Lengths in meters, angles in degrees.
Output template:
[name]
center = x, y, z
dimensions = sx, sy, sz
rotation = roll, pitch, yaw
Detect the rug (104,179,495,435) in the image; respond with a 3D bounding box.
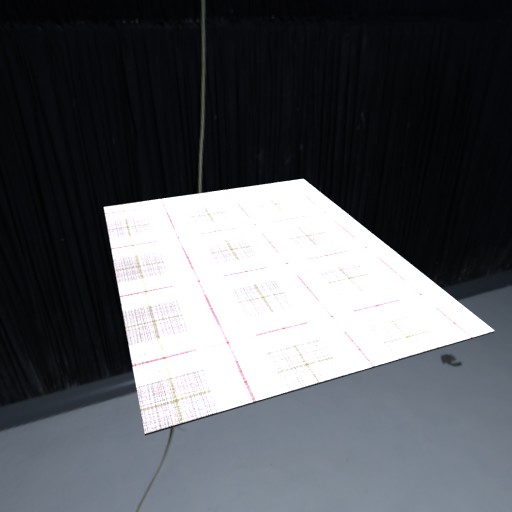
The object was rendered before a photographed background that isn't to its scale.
[rug]
center = 0.000, 0.000, 3.817
dimensions = 2.317, 0.016, 2.959
rotation = -11, 33, -17
